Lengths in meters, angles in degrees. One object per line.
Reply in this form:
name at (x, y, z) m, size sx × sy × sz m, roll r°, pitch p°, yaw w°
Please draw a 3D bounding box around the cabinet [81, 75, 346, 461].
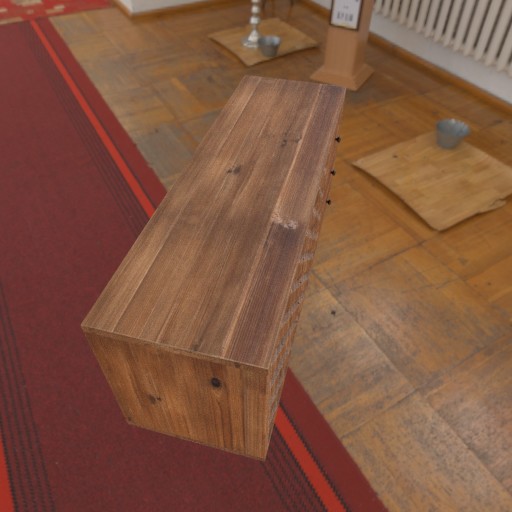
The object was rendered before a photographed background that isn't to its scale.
cabinet at (0.000, 0.000, 1.745) m, size 0.472 × 0.800 × 1.400 m, roll 11°, pitch 47°, yaw 10°
